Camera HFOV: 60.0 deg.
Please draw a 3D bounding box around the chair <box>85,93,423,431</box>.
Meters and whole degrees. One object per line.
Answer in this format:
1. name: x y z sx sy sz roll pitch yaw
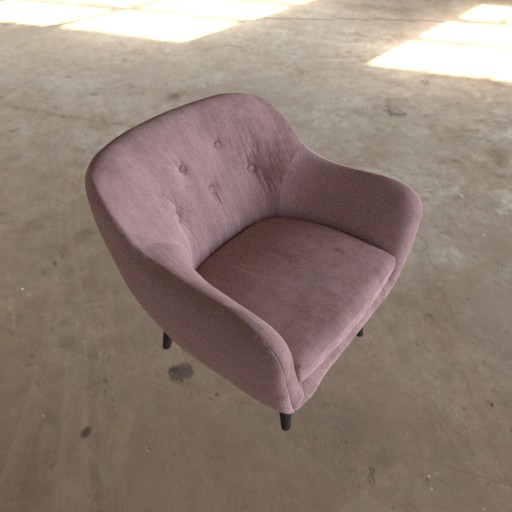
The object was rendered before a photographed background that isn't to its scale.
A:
1. chair: 0.000 0.000 1.519 0.820 0.820 0.840 28 49 28
